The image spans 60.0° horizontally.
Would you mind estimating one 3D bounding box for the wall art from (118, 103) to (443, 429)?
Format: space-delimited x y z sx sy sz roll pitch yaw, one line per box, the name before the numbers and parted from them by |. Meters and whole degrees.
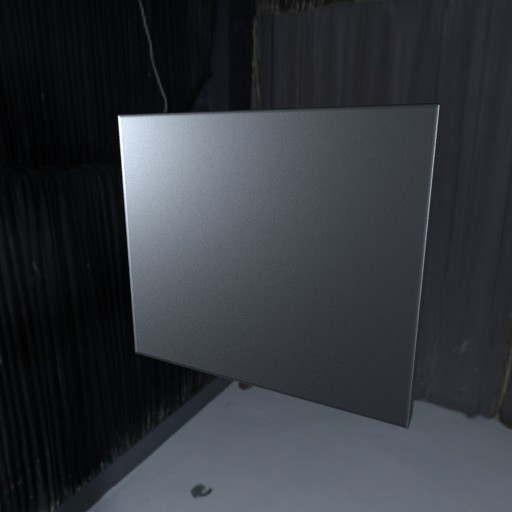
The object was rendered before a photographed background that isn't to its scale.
wall art | 0.000 0.000 0.528 0.380 0.330 0.028 7 16 27
